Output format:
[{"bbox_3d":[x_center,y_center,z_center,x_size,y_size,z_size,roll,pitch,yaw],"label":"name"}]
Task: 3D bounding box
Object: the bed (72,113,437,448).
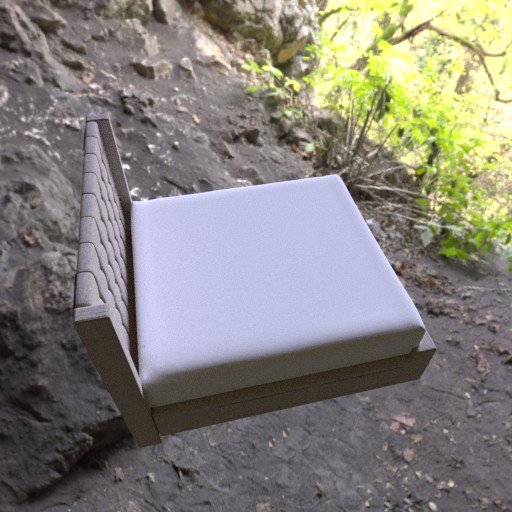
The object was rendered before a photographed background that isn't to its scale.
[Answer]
[{"bbox_3d":[0.000,0.000,3.680,2.372,1.748,2.044,-9,48,-9],"label":"bed"}]
